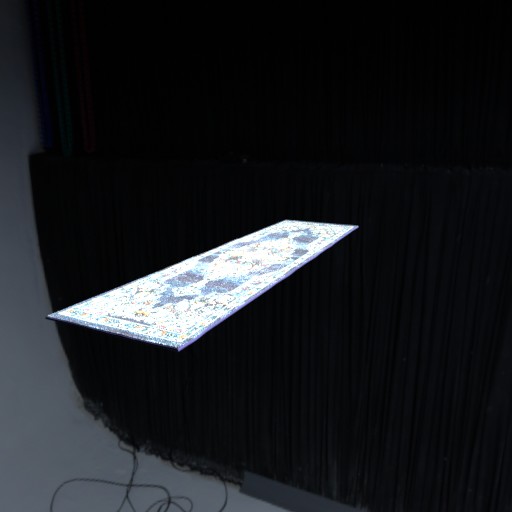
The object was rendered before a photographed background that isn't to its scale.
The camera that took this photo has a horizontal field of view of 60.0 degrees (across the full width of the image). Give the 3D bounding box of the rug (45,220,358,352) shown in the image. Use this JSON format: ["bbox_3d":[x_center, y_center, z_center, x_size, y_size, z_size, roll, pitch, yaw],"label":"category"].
[{"bbox_3d":[0.000,0.000,2.484,0.602,0.016,2.283,7,16,25],"label":"rug"}]
